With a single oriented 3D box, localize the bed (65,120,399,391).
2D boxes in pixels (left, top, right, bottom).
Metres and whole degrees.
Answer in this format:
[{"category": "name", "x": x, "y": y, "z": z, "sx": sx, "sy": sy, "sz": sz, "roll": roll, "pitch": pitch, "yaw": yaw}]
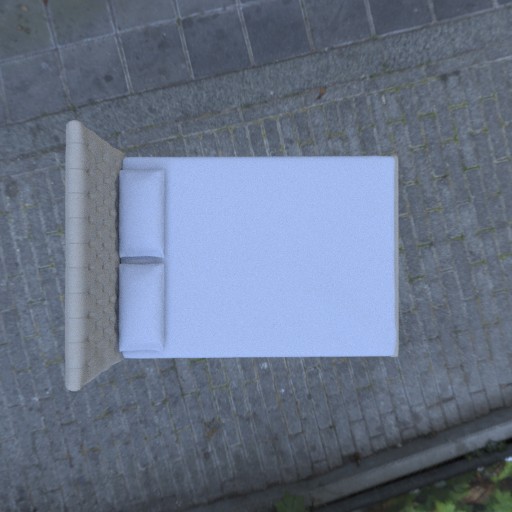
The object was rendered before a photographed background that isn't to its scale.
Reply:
[{"category": "bed", "x": 0.000, "y": 0.000, "z": 3.433, "sx": 2.387, "sy": 1.427, "sz": 1.698, "roll": 0, "pitch": 90, "yaw": 1}]
